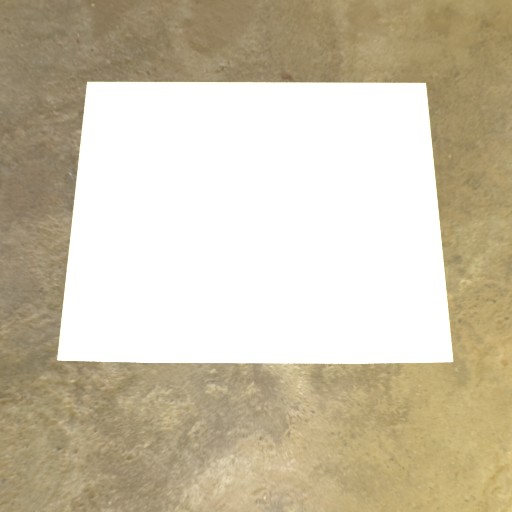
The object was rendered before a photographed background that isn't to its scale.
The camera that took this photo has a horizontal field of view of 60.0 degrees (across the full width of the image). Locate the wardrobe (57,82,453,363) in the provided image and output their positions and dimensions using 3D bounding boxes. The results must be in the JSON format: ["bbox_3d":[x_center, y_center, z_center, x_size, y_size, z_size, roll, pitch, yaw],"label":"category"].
[{"bbox_3d":[0.000,0.000,0.858,0.500,0.520,0.400,0,76,0],"label":"wardrobe"}]
